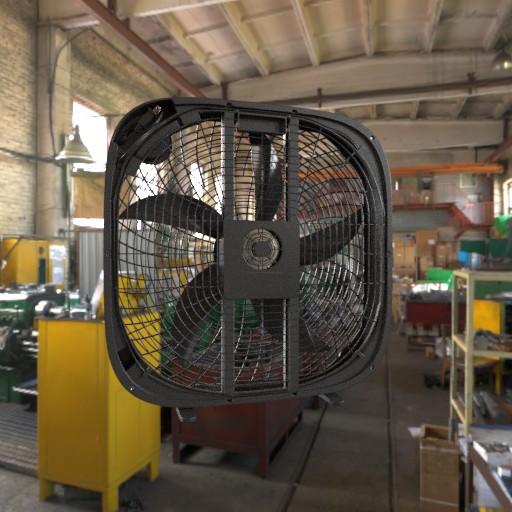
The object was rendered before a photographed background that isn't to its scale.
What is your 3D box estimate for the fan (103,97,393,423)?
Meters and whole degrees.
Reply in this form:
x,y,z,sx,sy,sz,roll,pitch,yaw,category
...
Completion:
x,y,z,sx,sy,sz,roll,pitch,yaw,category
0.000,0.000,0.811,0.526,0.533,0.142,0,0,-17,fan
